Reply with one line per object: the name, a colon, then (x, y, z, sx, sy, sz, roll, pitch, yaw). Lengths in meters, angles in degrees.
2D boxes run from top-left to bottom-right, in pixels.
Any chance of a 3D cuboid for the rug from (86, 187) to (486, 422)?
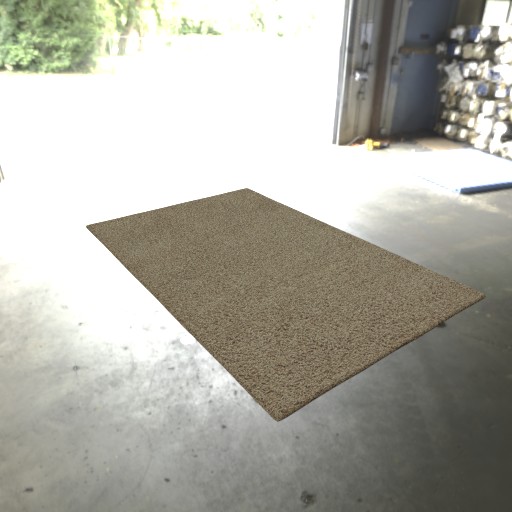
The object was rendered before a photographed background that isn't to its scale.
rug: (0.000, 0.000, 3.446, 1.778, 0.030, 2.743, -19, 33, -32)
